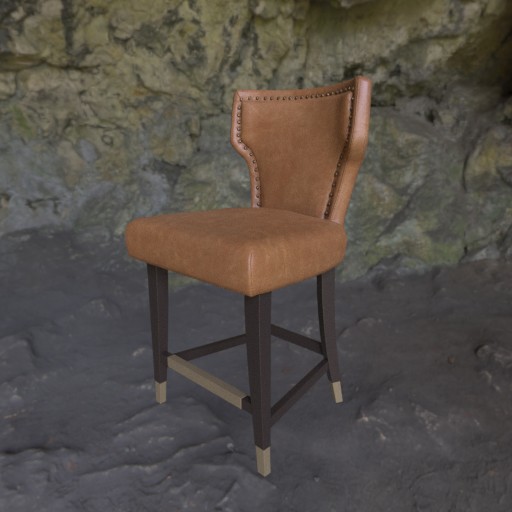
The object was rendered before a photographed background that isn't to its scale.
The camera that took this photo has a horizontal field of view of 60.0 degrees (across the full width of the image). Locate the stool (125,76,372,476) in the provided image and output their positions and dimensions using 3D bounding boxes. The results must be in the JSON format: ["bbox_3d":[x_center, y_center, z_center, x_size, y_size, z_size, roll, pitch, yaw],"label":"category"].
[{"bbox_3d":[0.000,0.000,1.305,0.526,0.982,0.563,14,20,43],"label":"stool"}]
